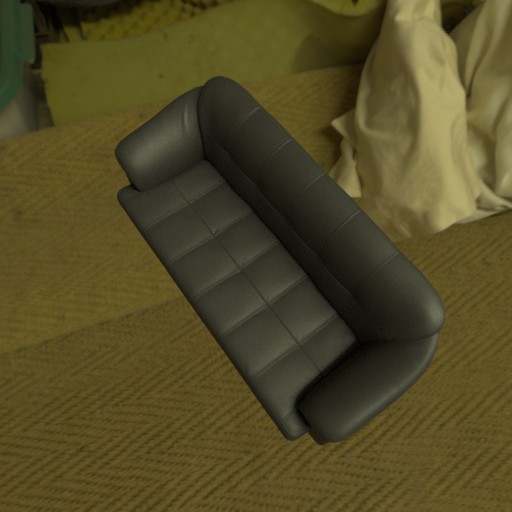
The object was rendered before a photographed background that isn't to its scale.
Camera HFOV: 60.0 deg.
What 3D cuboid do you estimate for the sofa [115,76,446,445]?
[{"bbox_3d":[0.000,0.000,2.244,0.800,0.811,1.829,-34,70,-14],"label":"sofa"}]
